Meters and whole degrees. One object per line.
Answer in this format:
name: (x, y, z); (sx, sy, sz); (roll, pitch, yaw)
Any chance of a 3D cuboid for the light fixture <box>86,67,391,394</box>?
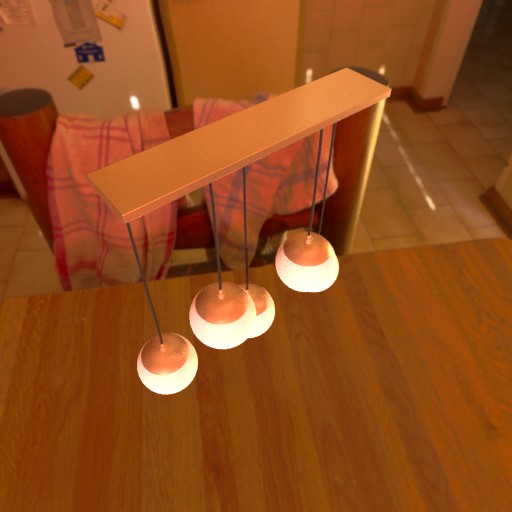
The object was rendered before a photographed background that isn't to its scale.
light fixture: (0.000, 0.000, 1.331); (0.863, 0.869, 0.299); (-31, 55, -25)
